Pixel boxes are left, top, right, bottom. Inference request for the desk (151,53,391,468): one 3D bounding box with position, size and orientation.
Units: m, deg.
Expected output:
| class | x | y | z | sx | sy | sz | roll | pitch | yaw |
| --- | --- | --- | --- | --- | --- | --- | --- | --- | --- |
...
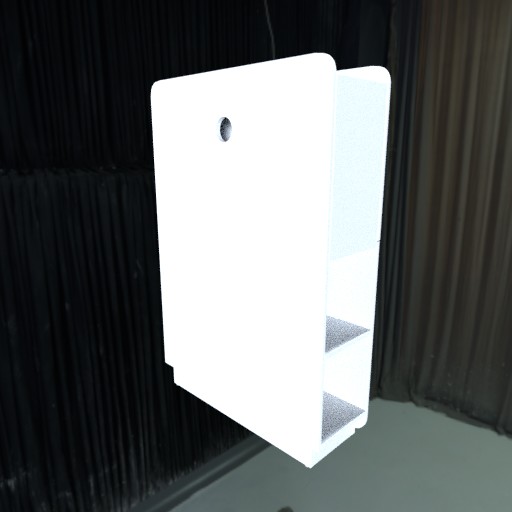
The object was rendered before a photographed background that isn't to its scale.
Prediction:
| class | x | y | z | sx | sy | sz | roll | pitch | yaw |
| --- | --- | --- | --- | --- | --- | --- | --- | --- | --- |
| desk | 0.000 | 0.000 | 1.553 | 0.795 | 1.190 | 0.278 | 14 | 20 | 43 |
